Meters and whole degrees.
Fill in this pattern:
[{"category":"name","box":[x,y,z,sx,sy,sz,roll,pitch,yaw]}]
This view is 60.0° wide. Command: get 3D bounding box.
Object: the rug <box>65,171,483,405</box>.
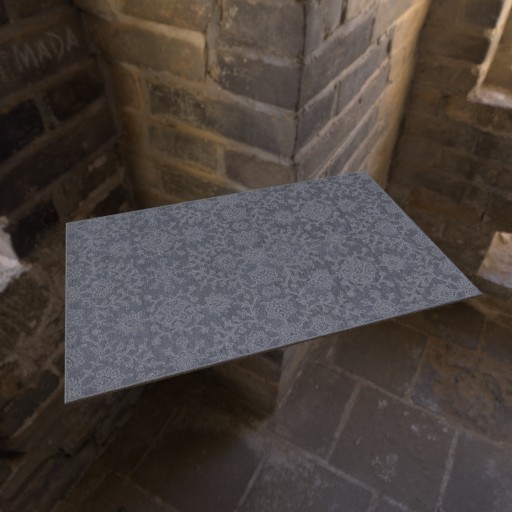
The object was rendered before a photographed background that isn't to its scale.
[{"category":"rug","box":[0.000,0.000,2.970,2.430,0.010,1.515,-12,43,-13]}]
